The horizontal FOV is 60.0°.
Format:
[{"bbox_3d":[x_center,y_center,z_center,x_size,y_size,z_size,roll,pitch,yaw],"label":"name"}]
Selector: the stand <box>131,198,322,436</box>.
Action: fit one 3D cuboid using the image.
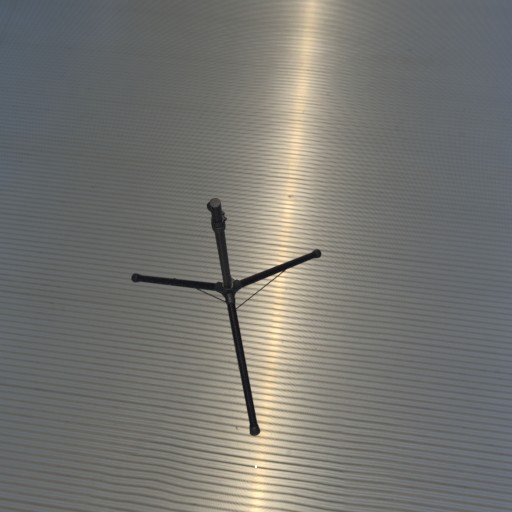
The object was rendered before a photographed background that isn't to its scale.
[{"bbox_3d":[0.000,0.000,1.838,0.907,1.136,1.045,-35,70,-15],"label":"stand"}]
